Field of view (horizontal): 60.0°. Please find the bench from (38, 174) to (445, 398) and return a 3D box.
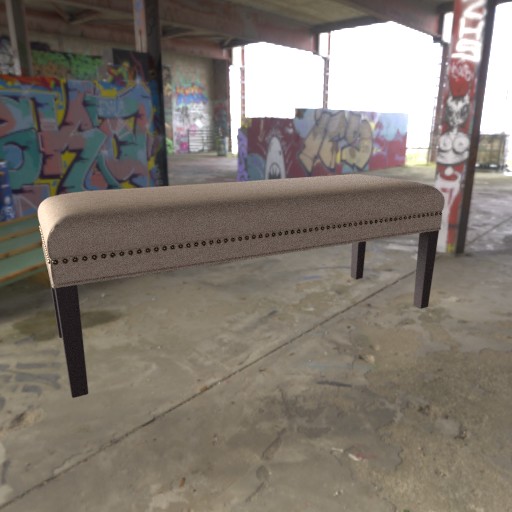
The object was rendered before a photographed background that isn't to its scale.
[{"bbox_3d":[0.000,0.000,1.430,1.219,0.457,0.410,-8,19,-26],"label":"bench"}]
